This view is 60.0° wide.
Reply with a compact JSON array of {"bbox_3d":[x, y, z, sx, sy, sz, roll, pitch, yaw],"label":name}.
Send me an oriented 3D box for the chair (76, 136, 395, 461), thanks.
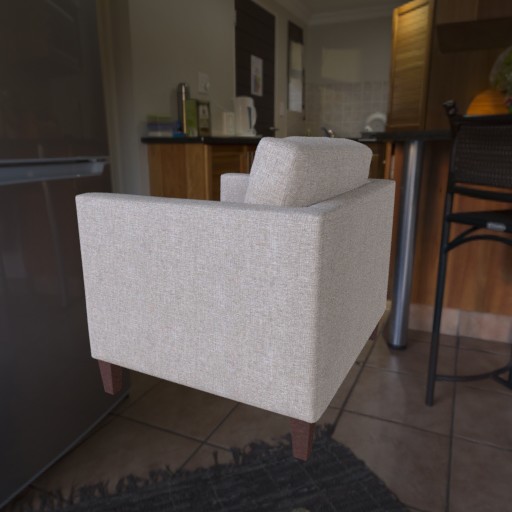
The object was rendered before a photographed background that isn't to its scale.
[{"bbox_3d":[0.000,0.000,1.894,0.959,0.987,1.107,8,17,26],"label":"chair"}]
